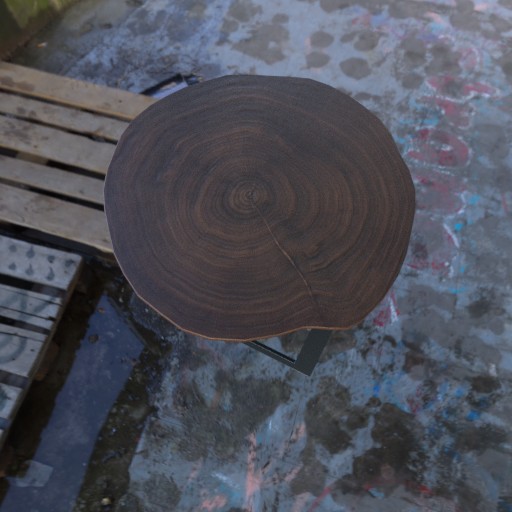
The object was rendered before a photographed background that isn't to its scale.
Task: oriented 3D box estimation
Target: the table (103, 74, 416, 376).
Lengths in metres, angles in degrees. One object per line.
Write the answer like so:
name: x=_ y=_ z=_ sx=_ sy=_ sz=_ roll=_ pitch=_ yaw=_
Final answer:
table: x=0.000 y=0.000 z=0.885 sx=0.477 sy=0.476 sz=0.494 roll=15 pitch=64 yaw=7
